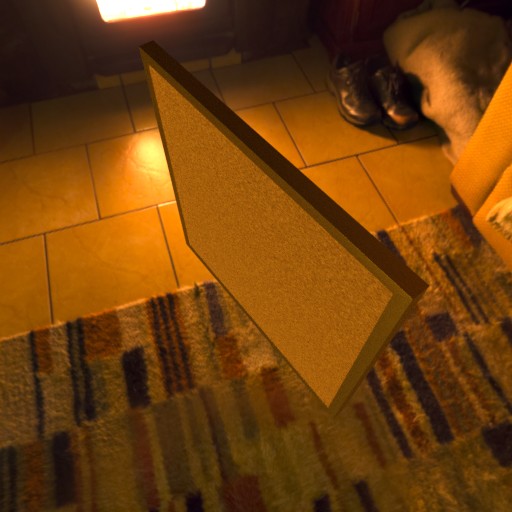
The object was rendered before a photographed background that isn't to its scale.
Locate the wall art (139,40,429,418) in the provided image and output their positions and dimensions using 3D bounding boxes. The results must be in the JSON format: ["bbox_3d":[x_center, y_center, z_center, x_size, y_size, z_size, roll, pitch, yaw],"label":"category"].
[{"bbox_3d":[0.000,0.000,1.119,0.036,0.765,0.767,-34,64,-19],"label":"wall art"}]
